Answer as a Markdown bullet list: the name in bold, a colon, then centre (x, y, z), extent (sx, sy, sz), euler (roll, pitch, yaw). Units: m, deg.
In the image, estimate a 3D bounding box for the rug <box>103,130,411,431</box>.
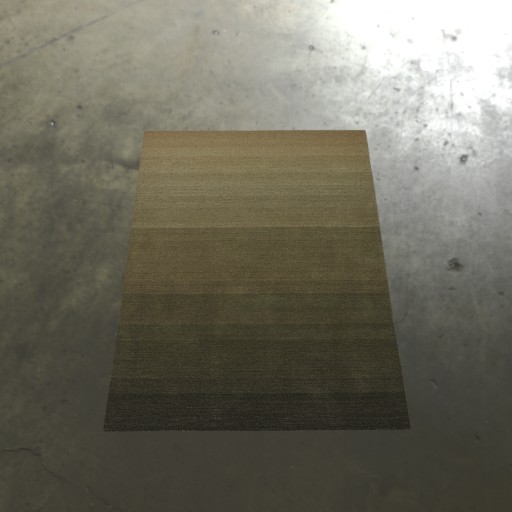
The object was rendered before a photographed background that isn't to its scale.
- **rug**: centre (0.000, 0.000, 3.979), extent (2.315, 0.015, 2.932), euler (0, 64, 0)
